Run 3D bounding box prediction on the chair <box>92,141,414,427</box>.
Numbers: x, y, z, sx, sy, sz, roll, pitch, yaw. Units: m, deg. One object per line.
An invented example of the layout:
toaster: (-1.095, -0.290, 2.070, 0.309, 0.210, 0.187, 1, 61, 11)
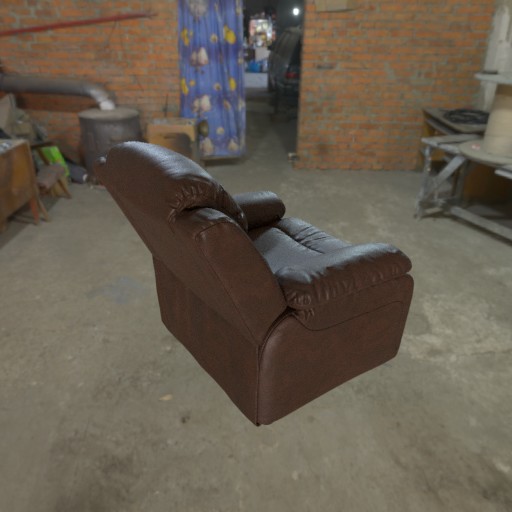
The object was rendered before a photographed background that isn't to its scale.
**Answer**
chair: (0.000, 0.000, 1.299, 0.707, 0.702, 0.680, -18, 32, -31)
